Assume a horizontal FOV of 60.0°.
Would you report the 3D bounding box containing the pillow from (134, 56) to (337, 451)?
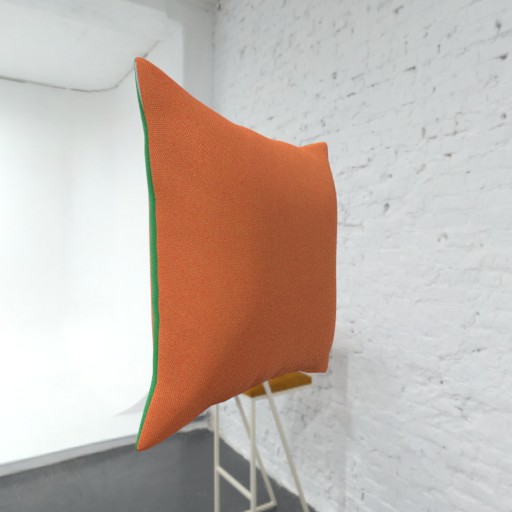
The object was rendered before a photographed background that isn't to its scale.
[{"bbox_3d":[0.000,0.000,0.676,0.169,0.444,0.453,0,-1,37],"label":"pillow"}]
